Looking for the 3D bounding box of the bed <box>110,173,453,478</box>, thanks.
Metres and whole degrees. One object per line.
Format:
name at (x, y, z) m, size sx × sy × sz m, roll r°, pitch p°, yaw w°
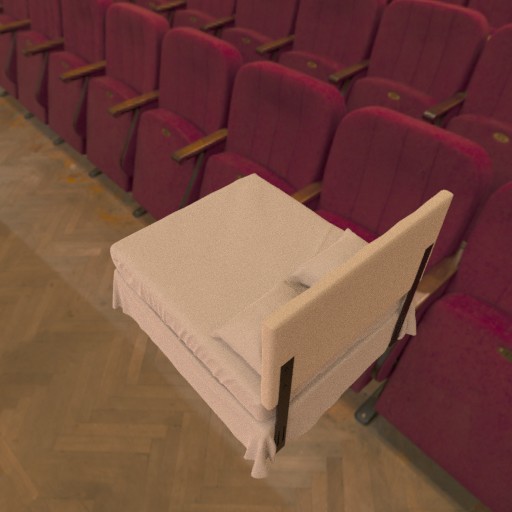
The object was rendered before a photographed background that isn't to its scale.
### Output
bed at (0.000, 0.000, 3.572) m, size 1.936 × 1.577 × 2.222 m, roll -32°, pitch 53°, yaw -28°
